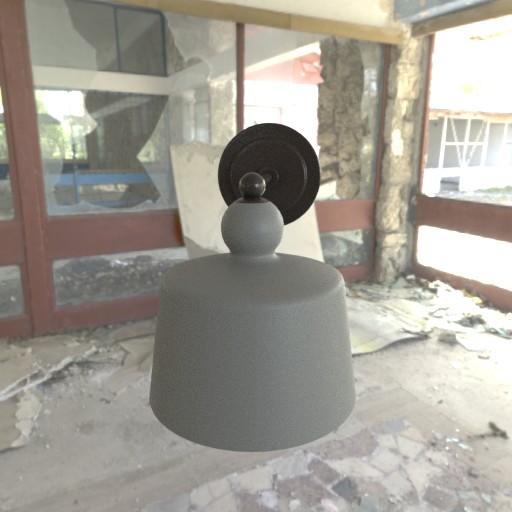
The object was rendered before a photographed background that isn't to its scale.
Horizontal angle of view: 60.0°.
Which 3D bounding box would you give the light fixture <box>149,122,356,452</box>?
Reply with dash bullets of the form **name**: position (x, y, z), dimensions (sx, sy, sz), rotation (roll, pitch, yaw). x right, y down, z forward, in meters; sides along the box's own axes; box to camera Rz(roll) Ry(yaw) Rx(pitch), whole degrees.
- **light fixture**: position (0.000, 0.000, 0.443), dimensions (0.204, 0.268, 0.254), rotation (2, 14, 7)
